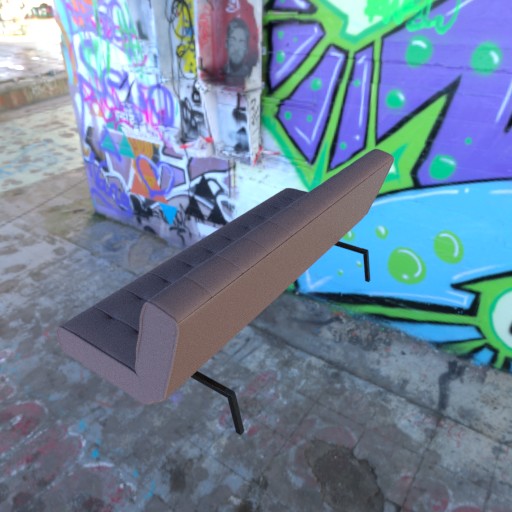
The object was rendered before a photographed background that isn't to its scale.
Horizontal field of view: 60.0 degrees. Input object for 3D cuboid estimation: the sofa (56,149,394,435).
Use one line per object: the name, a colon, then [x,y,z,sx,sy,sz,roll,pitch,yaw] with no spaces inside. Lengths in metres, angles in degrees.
sofa: [0.000,0.000,2.135,0.747,0.699,1.703,20,36,29]
